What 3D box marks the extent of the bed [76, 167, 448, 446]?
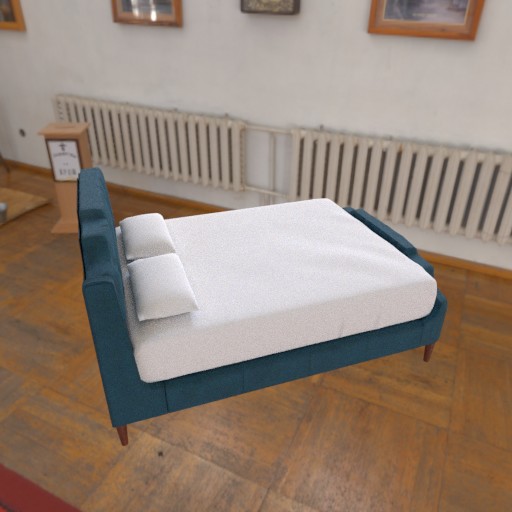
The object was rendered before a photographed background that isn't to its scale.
[{"bbox_3d":[0.000,0.000,3.322,2.322,1.351,1.676,-10,31,-17],"label":"bed"}]
